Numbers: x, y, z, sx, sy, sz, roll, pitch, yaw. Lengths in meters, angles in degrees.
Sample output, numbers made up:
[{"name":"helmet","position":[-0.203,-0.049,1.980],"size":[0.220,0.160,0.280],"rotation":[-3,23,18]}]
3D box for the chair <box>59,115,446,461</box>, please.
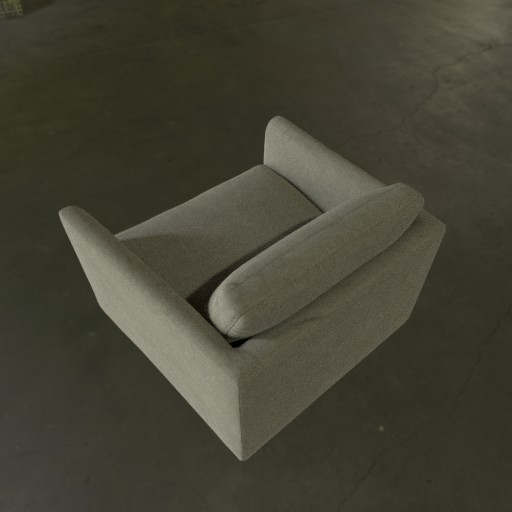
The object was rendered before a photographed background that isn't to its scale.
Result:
[{"name":"chair","position":[0.000,0.000,1.920],"size":[1.190,0.845,1.091],"rotation":[-31,54,-27]}]
